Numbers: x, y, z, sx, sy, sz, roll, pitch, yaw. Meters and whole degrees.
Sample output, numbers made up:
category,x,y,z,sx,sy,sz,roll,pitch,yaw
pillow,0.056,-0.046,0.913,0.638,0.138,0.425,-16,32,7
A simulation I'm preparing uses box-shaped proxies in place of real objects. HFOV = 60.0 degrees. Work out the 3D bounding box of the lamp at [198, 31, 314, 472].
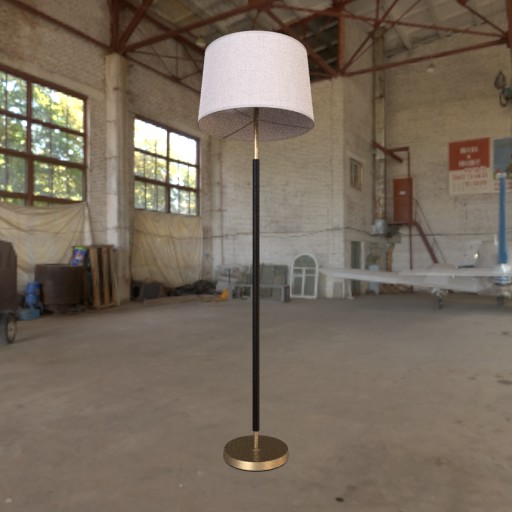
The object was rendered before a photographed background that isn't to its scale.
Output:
category,x,y,z,sx,sy,sz,roll,pitch,yaw
lamp,0.000,0.000,1.605,0.420,1.447,0.420,0,0,0
